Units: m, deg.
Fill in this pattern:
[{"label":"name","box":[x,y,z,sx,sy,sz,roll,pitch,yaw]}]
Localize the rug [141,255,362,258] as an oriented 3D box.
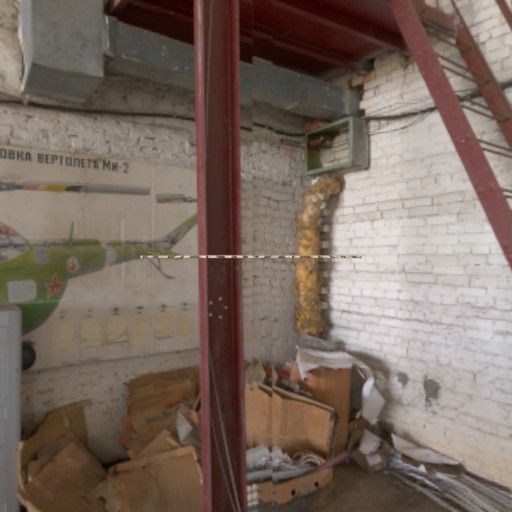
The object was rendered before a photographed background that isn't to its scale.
[{"label":"rug","box":[0.000,0.000,2.474,0.676,0.008,2.277,0,0,1]}]
